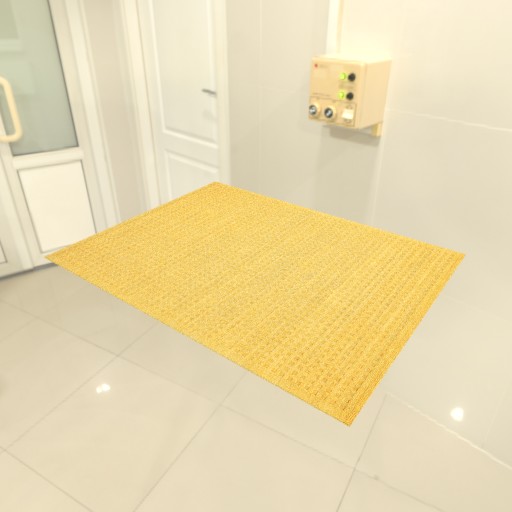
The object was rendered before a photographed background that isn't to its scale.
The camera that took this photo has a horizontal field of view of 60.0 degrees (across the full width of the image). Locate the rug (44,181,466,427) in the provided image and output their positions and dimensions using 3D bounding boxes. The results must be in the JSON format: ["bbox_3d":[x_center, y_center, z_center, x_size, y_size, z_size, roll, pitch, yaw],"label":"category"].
[{"bbox_3d":[0.000,0.000,4.300,3.242,0.015,2.486,21,37,31],"label":"rug"}]
